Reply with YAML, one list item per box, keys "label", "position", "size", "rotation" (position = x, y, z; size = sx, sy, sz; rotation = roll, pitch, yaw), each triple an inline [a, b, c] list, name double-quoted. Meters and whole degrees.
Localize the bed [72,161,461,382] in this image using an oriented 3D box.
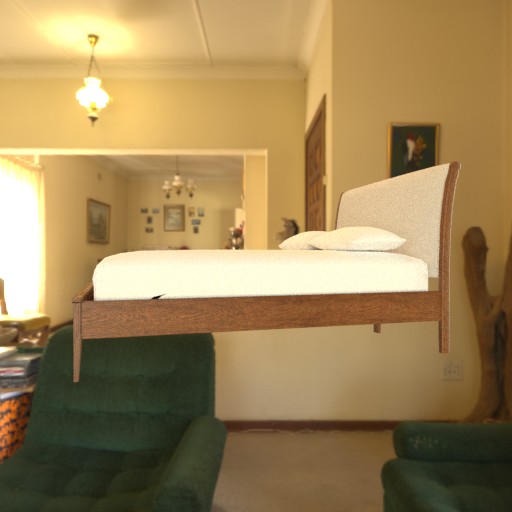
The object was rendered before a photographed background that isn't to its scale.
- label: "bed"
  position: [0.000, 0.000, 3.303]
  size: [2.380, 1.250, 1.612]
  rotation: [0, 0, -16]
